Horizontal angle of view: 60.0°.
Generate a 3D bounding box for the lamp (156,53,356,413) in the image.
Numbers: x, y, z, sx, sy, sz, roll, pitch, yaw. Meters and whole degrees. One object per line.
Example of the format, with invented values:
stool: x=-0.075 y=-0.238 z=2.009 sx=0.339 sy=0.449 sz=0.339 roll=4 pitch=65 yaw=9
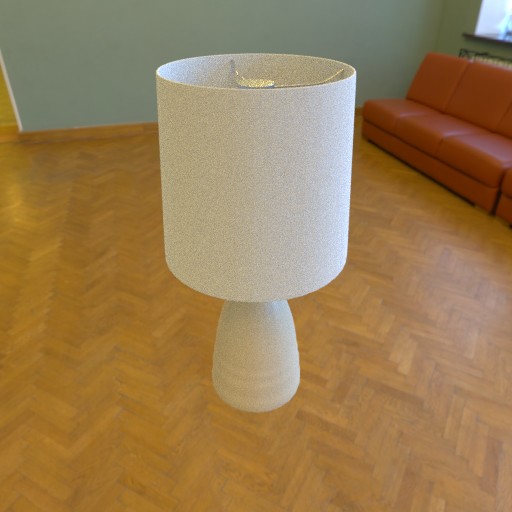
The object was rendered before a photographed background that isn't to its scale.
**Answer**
lamp: x=0.000 y=0.000 z=0.467 sx=0.186 sy=0.369 sz=0.186 roll=0 pitch=32 yaw=0
